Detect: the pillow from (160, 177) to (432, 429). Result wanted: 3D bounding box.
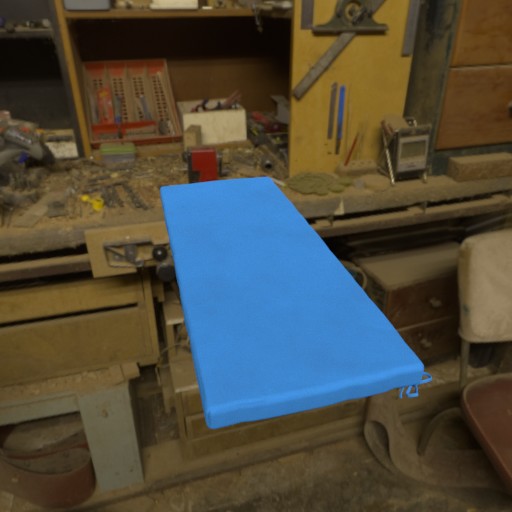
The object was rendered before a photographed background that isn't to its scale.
[{"bbox_3d":[0.000,0.000,1.343,0.492,0.081,1.187,-8,31,-13],"label":"pillow"}]
